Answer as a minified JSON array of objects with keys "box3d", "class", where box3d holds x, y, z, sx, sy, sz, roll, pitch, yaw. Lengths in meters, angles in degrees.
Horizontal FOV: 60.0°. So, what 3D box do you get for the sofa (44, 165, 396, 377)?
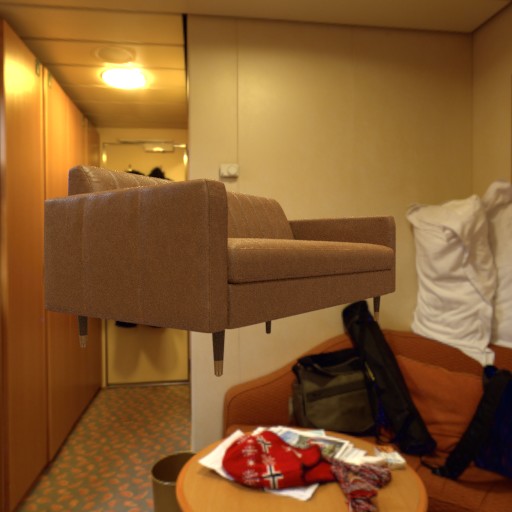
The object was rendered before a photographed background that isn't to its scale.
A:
[{"box3d":[0.000,0.000,2.381,0.993,0.821,1.847,0,1,35],"class":"sofa"}]
